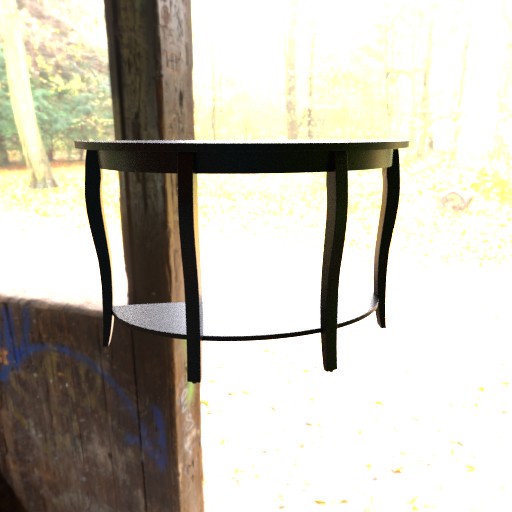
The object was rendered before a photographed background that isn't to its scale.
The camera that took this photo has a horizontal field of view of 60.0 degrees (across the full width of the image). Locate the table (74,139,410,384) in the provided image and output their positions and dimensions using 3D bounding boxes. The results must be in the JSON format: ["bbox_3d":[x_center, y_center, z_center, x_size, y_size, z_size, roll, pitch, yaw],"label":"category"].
[{"bbox_3d":[0.000,0.000,1.557,1.219,0.780,0.394,-2,16,-8],"label":"table"}]
